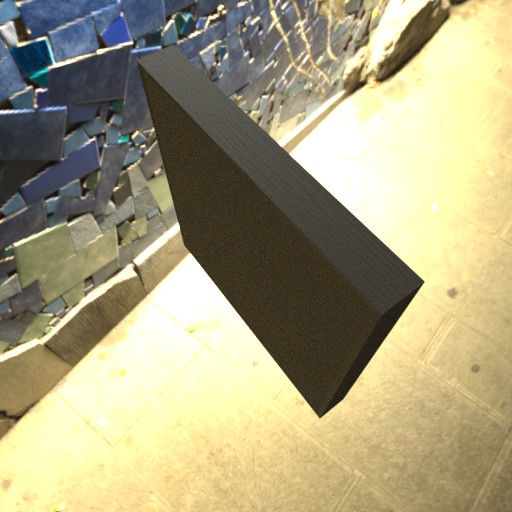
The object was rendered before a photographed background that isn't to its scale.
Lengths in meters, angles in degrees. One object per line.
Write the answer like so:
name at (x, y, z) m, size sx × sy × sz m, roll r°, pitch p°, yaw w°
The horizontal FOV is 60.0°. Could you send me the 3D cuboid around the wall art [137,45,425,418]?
wall art at (0.000, 0.000, 0.465) m, size 0.038 × 0.303 × 0.304 m, roll -32°, pitch 64°, yaw -18°
